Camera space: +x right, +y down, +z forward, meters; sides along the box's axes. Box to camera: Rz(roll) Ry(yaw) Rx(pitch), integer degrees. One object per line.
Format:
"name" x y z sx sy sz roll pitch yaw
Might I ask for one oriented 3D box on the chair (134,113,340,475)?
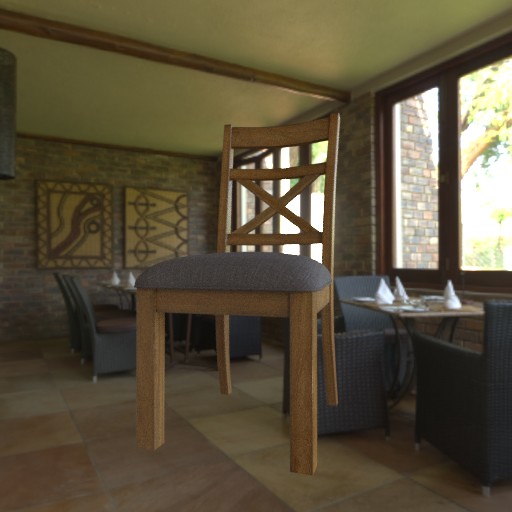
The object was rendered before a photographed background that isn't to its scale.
"chair" 0.000 0.000 1.283 0.470 0.949 0.581 0 -1 19
